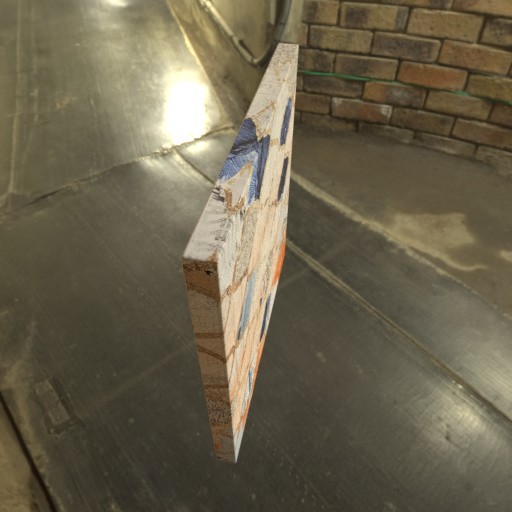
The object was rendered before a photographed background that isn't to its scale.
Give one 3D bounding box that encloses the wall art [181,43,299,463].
[{"bbox_3d":[0.000,0.000,0.749,0.038,0.508,0.507,9,47,8],"label":"wall art"}]
